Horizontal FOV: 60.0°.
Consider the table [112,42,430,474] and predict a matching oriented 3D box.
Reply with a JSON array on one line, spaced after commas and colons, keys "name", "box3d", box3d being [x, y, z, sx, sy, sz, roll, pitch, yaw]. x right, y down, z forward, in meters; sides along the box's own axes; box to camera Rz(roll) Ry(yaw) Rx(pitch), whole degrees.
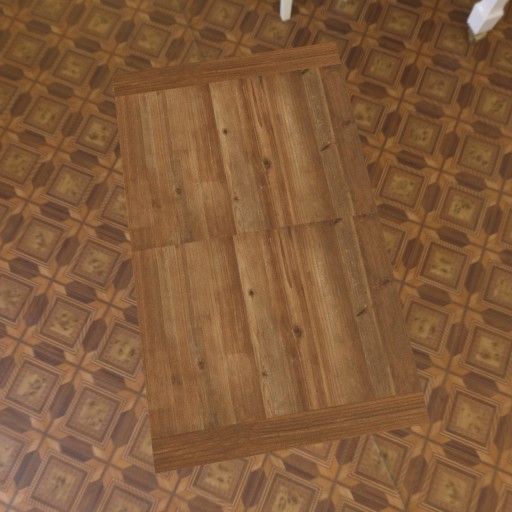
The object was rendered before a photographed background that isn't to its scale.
[{"name": "table", "box3d": [0.000, 0.000, 1.993, 0.922, 0.743, 1.503, -9, 76, -2]}]
